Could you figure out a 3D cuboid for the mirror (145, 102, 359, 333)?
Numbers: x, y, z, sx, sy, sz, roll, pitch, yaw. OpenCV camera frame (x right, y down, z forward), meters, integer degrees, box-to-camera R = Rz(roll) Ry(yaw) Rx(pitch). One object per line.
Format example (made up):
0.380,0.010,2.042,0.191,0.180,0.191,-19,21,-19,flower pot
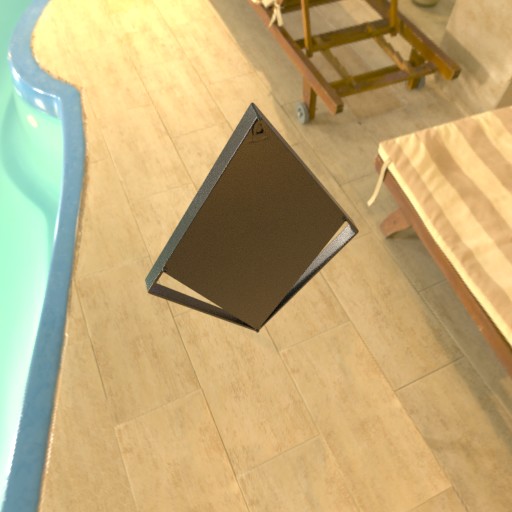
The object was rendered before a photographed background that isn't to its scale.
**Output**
0.000,0.000,0.840,0.419,0.679,0.032,-16,59,-10,mirror
